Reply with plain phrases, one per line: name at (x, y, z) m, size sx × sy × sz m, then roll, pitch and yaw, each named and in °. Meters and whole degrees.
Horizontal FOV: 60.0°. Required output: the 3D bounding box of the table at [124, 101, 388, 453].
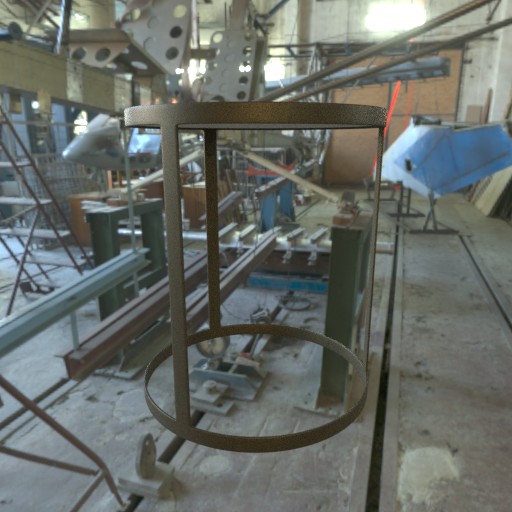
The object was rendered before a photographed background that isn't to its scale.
table at (0.000, 0.000, 0.912) m, size 0.480 × 0.565 × 0.480 m, roll 0°, pitch 15°, yaw 0°
